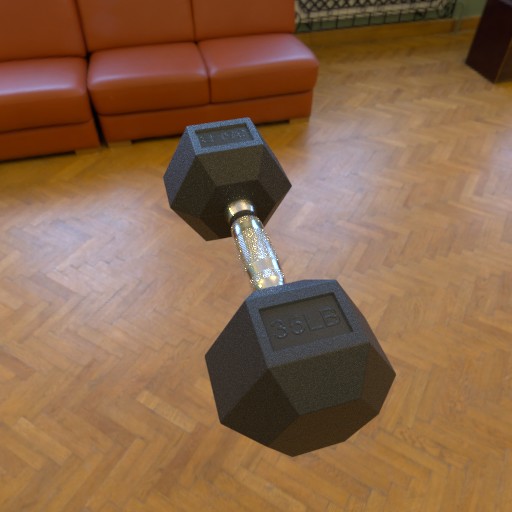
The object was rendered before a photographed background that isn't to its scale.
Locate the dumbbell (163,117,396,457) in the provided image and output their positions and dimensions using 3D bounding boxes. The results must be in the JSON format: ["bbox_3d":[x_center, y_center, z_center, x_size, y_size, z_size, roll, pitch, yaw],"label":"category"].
[{"bbox_3d":[0.000,0.000,0.434,0.141,0.123,0.356,-12,48,-11],"label":"dumbbell"}]
